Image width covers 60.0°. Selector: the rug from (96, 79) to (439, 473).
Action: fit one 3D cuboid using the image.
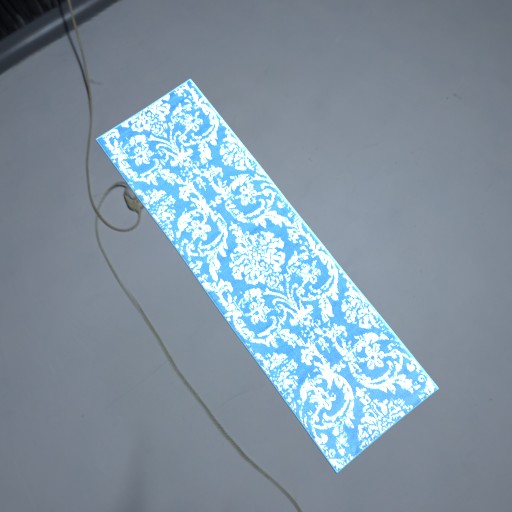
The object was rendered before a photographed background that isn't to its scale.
[{"bbox_3d":[0.000,0.000,2.380,0.662,0.011,2.196,-36,79,-8],"label":"rug"}]
